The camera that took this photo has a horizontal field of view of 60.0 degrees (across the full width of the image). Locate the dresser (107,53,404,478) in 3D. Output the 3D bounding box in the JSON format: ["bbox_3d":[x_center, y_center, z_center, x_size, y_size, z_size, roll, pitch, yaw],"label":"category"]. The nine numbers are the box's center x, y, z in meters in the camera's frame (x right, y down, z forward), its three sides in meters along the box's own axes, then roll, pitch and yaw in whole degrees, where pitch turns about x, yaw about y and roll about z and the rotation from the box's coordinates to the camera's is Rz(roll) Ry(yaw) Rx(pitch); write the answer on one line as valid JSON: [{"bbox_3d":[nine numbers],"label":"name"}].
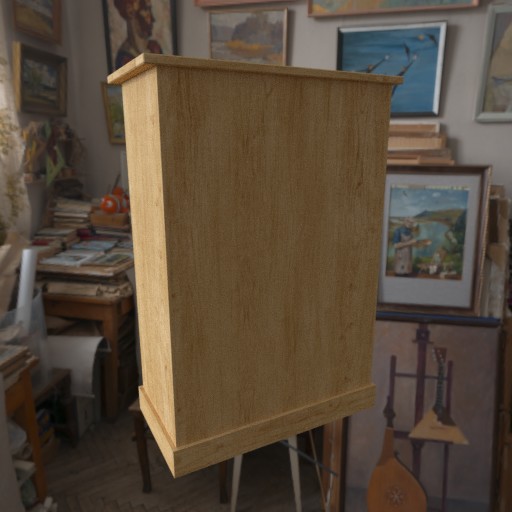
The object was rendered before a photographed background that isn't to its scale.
[{"bbox_3d":[0.000,0.000,1.707,0.915,1.300,0.485,-8,16,-27],"label":"dresser"}]
